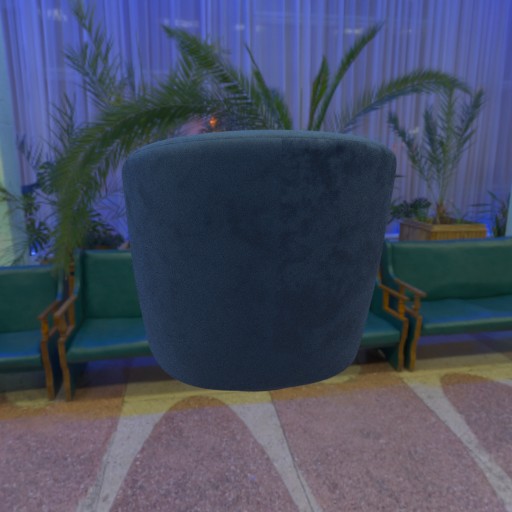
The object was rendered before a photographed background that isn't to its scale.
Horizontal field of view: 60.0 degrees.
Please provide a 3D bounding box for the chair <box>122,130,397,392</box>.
[{"bbox_3d":[0.000,0.000,1.334,0.773,0.698,0.767,-2,13,-8],"label":"chair"}]
